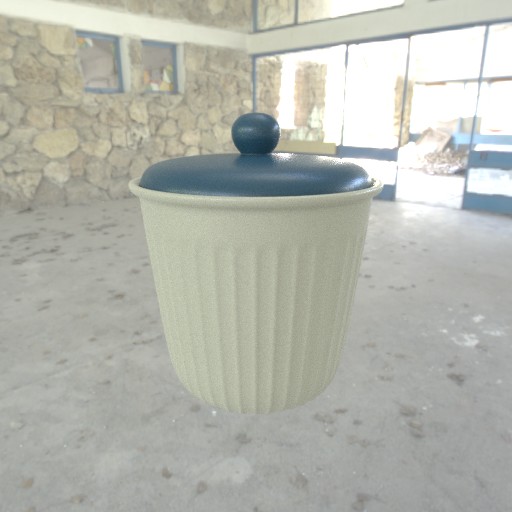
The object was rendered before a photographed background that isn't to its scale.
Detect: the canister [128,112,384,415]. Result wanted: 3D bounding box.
[{"bbox_3d":[0.000,0.000,0.342,0.181,0.211,0.181,0,16,0],"label":"canister"}]
